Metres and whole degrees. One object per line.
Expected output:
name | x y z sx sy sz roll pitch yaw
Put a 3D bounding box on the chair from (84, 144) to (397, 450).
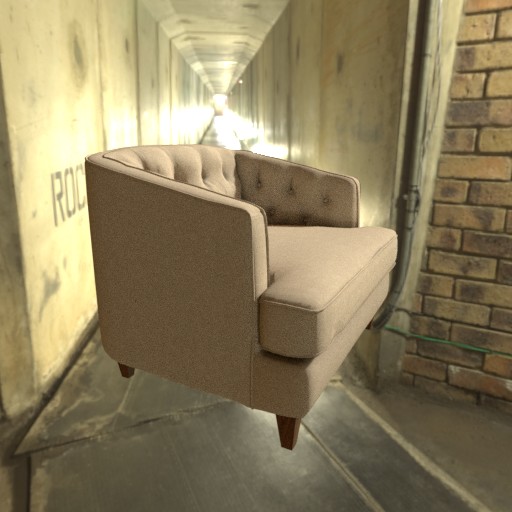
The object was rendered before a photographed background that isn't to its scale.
chair | 0.000 0.000 1.760 0.941 0.852 1.104 8 17 26
